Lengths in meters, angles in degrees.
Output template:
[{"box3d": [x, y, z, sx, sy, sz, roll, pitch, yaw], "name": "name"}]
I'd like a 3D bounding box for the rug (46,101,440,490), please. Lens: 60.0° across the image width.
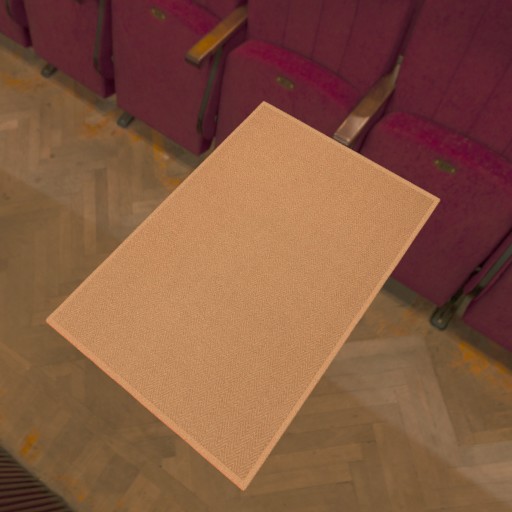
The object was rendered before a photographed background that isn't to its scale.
[{"box3d": [0.000, 0.000, 2.888, 1.532, 0.017, 2.244, 34, 69, 15], "name": "rug"}]
